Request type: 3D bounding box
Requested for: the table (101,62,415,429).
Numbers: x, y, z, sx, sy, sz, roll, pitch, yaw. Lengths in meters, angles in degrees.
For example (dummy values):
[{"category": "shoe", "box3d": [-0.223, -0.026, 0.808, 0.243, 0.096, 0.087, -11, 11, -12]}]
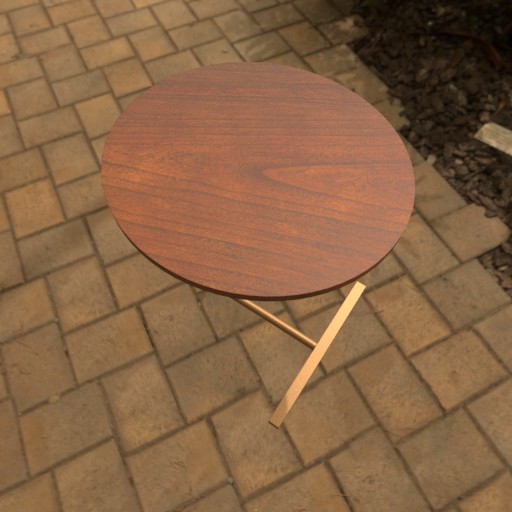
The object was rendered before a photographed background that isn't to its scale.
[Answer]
[{"category": "table", "box3d": [0.000, 0.000, 1.112, 0.577, 0.706, 0.530, 31, 65, 16]}]
